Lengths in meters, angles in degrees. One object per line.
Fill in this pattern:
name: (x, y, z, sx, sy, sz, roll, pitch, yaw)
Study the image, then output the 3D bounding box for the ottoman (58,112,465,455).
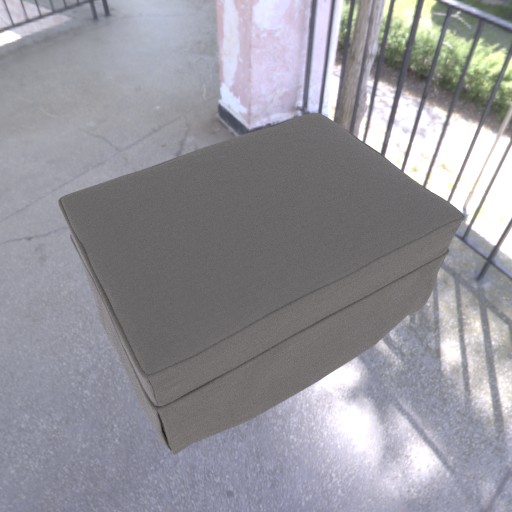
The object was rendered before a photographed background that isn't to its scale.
ottoman: (0.000, 0.000, 1.326, 0.944, 0.479, 0.703, -24, 52, -21)
